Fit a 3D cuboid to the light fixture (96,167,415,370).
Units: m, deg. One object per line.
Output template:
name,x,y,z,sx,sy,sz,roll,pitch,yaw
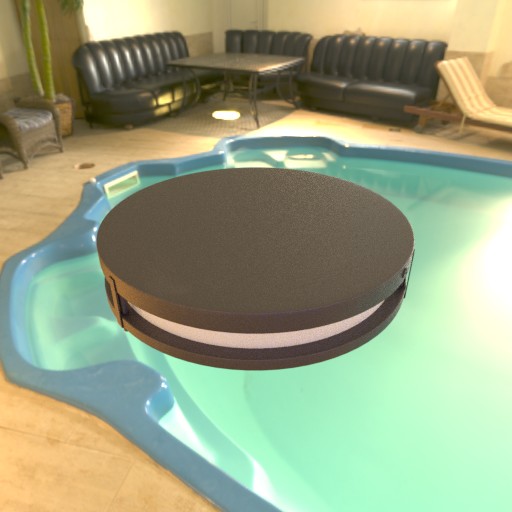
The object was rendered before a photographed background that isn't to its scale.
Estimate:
light fixture,0.000,0.000,0.541,0.356,0.102,0.356,0,31,0
